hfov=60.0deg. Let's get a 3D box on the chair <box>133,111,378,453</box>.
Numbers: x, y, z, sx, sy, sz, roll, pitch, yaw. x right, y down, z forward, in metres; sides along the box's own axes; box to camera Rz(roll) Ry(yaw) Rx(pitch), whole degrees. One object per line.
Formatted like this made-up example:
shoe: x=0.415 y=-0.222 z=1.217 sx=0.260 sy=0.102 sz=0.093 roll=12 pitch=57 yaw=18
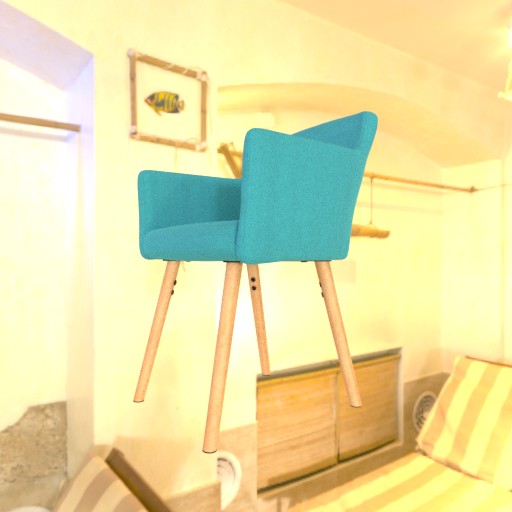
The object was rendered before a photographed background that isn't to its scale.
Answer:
chair: x=0.000 y=0.000 z=1.192 sx=0.540 sy=0.780 sz=0.570 roll=0 pitch=0 yaw=-37
